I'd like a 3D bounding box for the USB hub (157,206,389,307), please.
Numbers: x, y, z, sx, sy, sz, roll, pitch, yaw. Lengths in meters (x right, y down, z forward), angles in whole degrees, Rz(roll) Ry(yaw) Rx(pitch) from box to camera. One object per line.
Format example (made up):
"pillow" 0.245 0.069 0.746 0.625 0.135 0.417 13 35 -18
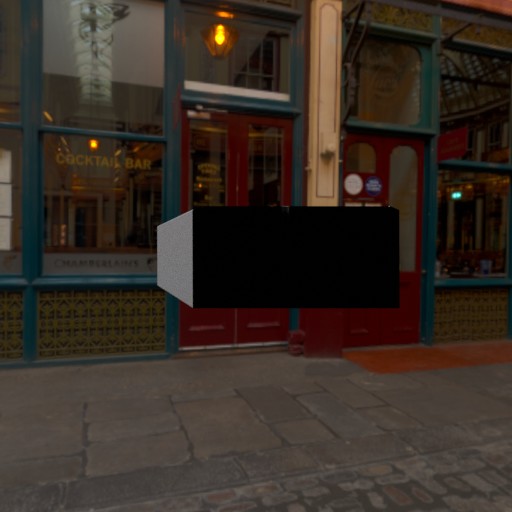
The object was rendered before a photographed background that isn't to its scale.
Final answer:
"USB hub" 0.000 0.000 0.126 0.044 0.023 0.110 0 1 -19
